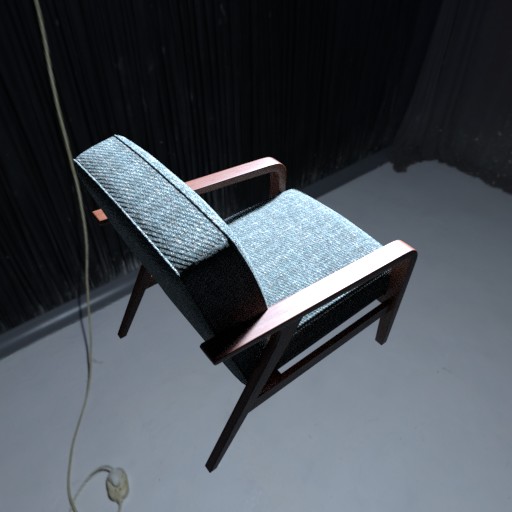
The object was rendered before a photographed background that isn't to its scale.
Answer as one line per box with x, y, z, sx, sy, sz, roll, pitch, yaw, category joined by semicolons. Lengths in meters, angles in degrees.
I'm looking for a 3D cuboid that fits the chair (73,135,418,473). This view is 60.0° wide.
0.000;0.000;1.502;0.889;0.864;0.719;-27;49;-27;chair
